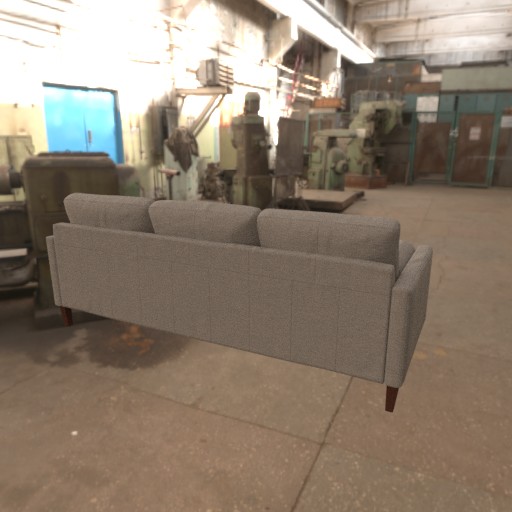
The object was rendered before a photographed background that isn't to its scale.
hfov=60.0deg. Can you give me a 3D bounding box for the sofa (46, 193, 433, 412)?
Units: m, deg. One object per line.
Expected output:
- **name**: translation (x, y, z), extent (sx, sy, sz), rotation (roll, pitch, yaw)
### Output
- **sofa**: translation (0.000, 0.000, 2.953), extent (2.178, 0.875, 1.506), rotation (8, 17, 26)
